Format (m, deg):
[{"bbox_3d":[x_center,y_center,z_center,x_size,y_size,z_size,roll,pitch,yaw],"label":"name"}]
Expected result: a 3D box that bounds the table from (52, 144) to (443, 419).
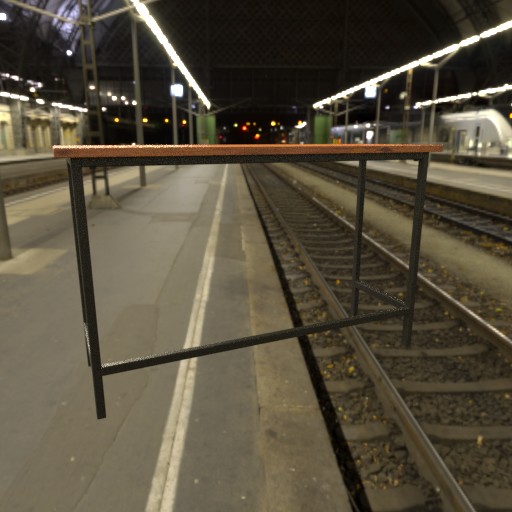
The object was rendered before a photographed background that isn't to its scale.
[{"bbox_3d":[0.000,0.000,1.529,1.204,0.740,0.408,-7,16,-23],"label":"table"}]
